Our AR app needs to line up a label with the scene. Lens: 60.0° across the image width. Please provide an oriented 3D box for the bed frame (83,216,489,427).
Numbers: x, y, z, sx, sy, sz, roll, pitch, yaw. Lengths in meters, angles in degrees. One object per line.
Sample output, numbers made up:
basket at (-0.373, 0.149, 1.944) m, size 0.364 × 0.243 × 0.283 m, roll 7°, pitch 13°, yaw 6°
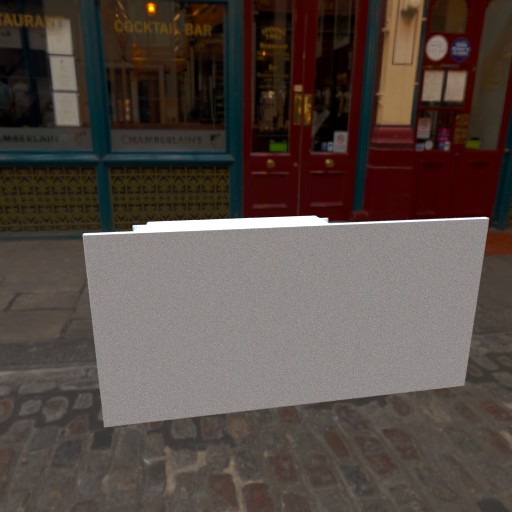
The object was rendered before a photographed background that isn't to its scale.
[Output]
bed frame at (0.000, 0.000, 2.751) m, size 1.622 × 0.800 × 1.960 m, roll -3°, pitch 16°, yaw -10°
